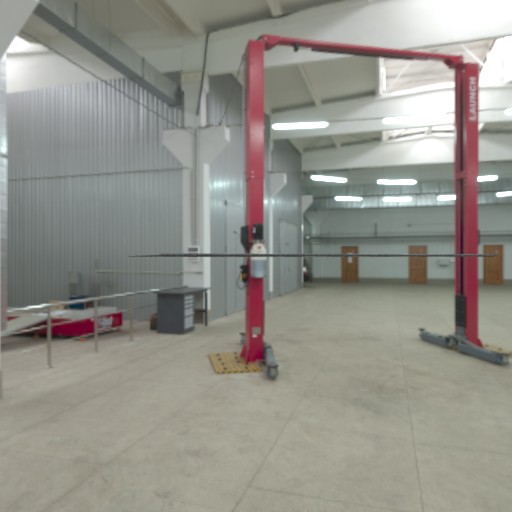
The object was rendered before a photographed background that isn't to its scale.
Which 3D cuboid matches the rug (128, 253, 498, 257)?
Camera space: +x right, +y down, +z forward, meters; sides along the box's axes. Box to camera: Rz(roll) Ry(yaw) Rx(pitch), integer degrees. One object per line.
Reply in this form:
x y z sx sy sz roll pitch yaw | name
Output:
0.000 0.000 2.985 1.554 0.011 2.476 0 0 -19 | rug
